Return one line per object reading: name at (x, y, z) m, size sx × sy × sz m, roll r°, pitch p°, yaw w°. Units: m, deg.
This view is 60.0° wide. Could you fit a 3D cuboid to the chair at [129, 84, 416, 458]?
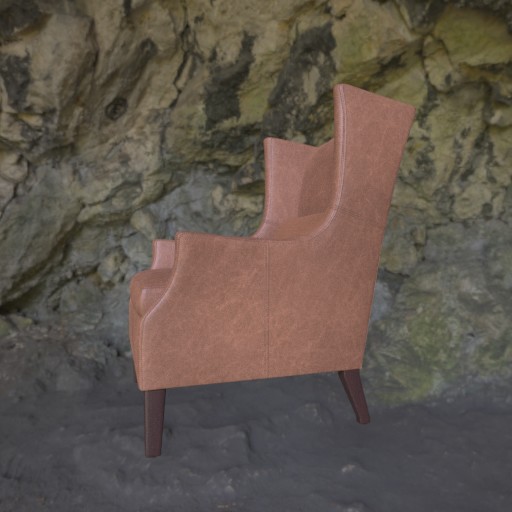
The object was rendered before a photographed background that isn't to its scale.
chair at (0.000, 0.000, 1.680) m, size 0.913 × 1.088 × 0.815 m, roll 0°, pitch 0°, yaw -18°
